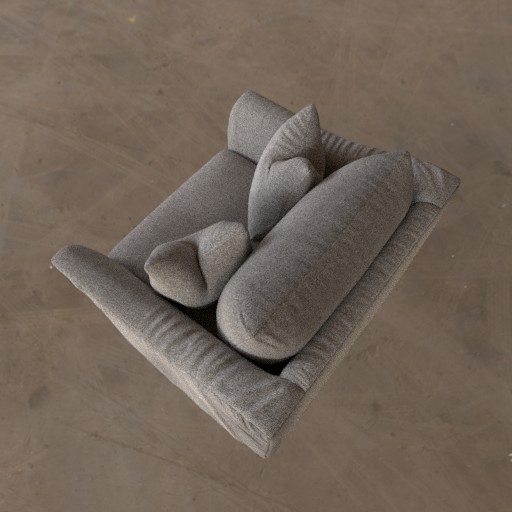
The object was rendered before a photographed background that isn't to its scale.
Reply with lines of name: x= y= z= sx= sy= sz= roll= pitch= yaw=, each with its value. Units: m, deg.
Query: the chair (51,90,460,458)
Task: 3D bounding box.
chair: x=0.000 y=0.000 z=1.908 sx=1.071 sy=1.059 sz=1.194 roll=35 pitch=67 yaw=17
